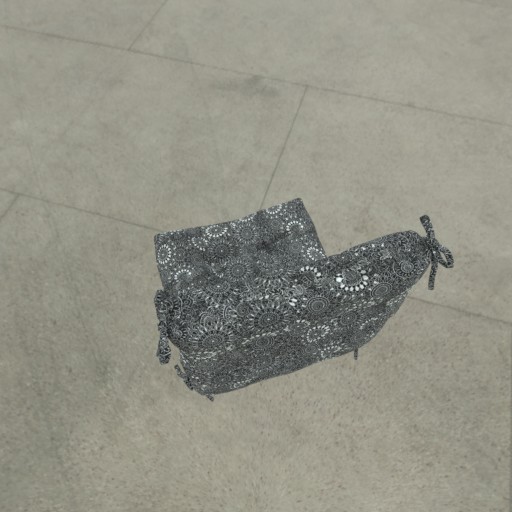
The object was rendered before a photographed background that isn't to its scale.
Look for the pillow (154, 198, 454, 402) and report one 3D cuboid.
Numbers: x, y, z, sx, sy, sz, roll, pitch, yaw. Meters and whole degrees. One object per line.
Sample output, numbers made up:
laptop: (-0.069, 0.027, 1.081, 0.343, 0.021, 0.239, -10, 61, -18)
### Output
pillow: (0.000, 0.000, 1.036, 0.519, 0.605, 0.571, -16, 60, -9)
